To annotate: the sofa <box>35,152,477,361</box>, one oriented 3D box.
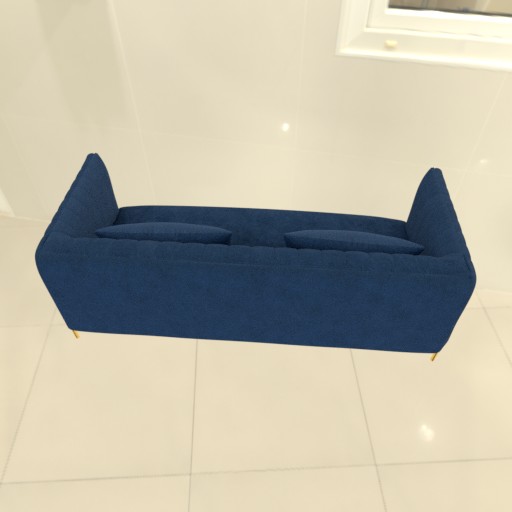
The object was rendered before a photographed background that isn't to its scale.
[{"bbox_3d":[0.000,0.000,2.570,2.136,0.793,0.896,3,47,3],"label":"sofa"}]
